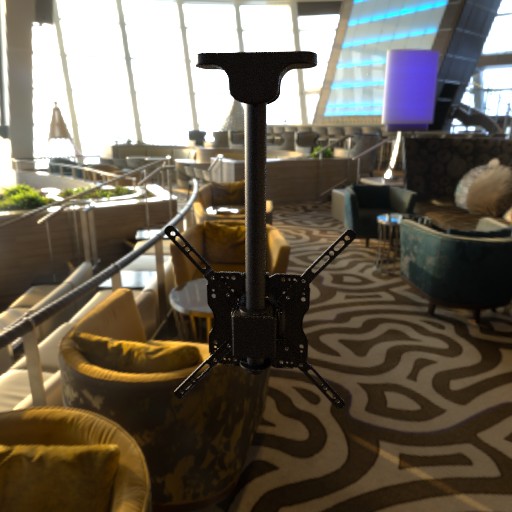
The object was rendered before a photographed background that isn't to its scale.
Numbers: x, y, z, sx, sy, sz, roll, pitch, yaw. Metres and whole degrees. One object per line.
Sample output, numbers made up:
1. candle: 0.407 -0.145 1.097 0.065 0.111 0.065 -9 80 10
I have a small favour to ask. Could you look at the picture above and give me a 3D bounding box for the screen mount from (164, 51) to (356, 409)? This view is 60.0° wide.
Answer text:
1. screen mount: 0.000 0.000 0.875 0.393 0.729 0.090 2 16 6
